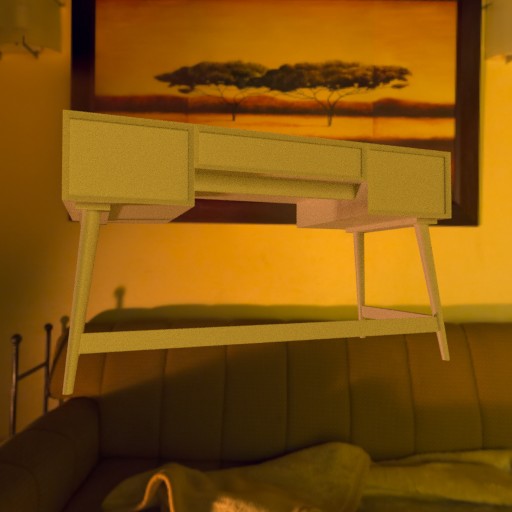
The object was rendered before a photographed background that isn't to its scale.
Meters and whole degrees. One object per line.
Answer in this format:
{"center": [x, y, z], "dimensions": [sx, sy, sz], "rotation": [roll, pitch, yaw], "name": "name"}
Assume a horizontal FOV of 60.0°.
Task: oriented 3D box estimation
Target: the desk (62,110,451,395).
{"center": [0.000, 0.000, 1.680], "dimensions": [1.313, 0.762, 0.589], "rotation": [1, -1, -20], "name": "desk"}
